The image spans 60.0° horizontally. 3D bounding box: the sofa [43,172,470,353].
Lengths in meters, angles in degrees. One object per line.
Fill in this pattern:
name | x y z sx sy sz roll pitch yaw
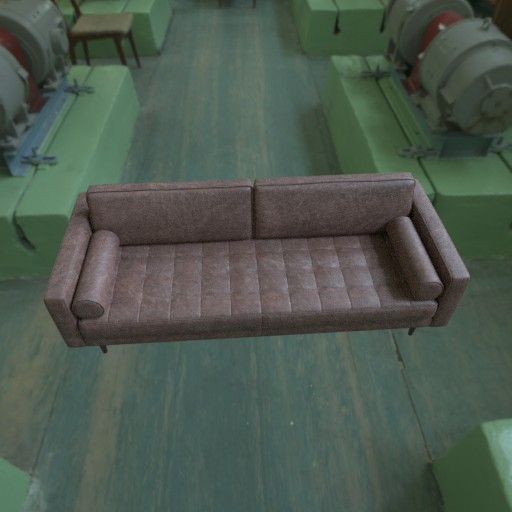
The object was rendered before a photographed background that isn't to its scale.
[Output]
sofa | 0.000 0.000 2.688 2.210 0.762 0.914 -3 45 -3
